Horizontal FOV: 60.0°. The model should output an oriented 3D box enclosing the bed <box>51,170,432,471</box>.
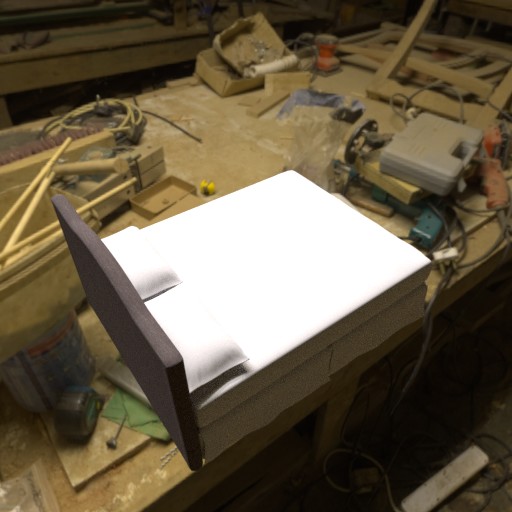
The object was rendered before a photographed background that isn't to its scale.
[{"bbox_3d":[0.000,0.000,4.017,2.689,1.457,2.161,-26,48,-26],"label":"bed"}]
